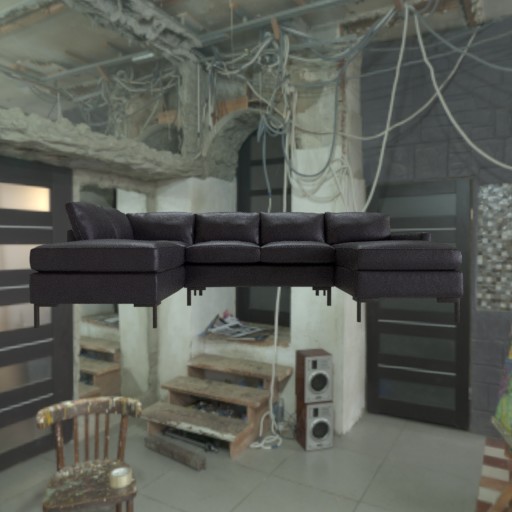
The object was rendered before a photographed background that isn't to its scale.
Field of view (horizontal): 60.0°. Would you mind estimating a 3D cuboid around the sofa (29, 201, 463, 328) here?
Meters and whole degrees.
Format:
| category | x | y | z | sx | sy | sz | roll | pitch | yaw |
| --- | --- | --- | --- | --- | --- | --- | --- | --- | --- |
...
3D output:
| category | x | y | z | sx | sy | sz | roll | pitch | yaw |
| --- | --- | --- | --- | --- | --- | --- | --- | --- | --- |
| sofa | 0.000 | 0.000 | 3.818 | 2.956 | 0.900 | 1.939 | 0 | 1 | 0 |
